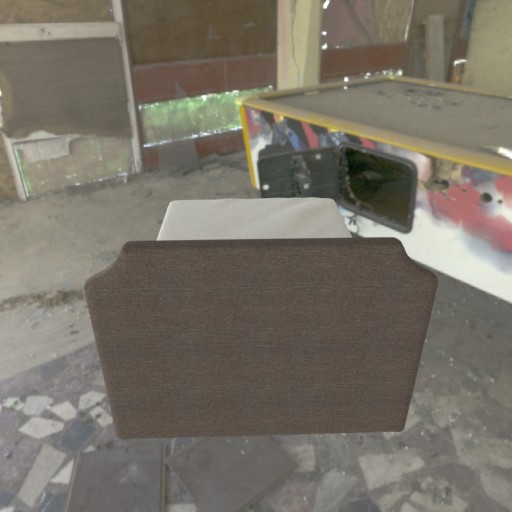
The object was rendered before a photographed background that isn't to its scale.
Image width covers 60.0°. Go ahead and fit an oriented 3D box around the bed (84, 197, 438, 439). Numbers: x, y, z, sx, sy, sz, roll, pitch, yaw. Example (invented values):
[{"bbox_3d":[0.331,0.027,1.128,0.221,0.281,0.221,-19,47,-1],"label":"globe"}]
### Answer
[{"bbox_3d":[0.000,0.000,3.202,1.693,1.290,2.116,-1,30,-2],"label":"bed"}]
